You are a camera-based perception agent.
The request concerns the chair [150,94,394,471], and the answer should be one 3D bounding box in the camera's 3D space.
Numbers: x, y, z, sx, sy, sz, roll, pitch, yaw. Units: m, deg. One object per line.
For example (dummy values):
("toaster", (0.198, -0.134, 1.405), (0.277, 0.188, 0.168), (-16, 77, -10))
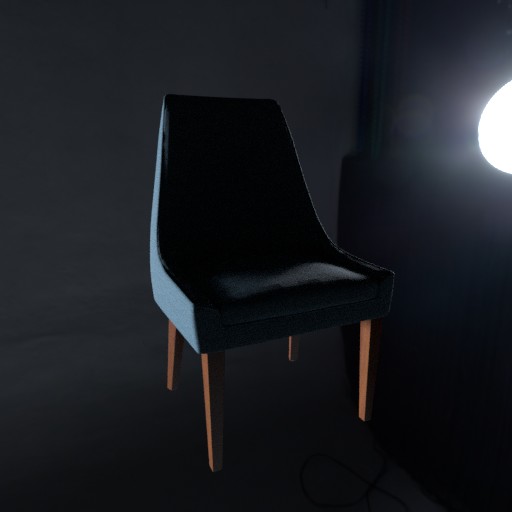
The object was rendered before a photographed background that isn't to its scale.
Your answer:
("chair", (0.000, 0.000, 1.207), (0.529, 0.861, 0.544), (-7, 16, -25))
